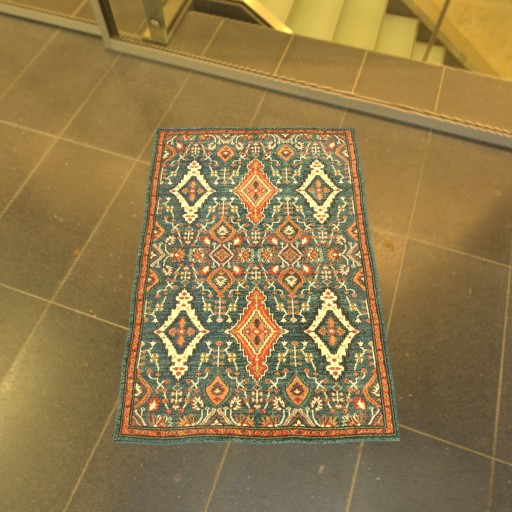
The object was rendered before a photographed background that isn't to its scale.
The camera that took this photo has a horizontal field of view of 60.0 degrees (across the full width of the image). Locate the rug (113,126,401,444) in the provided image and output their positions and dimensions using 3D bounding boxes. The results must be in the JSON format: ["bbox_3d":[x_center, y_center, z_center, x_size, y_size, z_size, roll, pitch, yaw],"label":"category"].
[{"bbox_3d":[0.000,0.000,3.025,1.622,0.009,2.373,0,62,0],"label":"rug"}]
